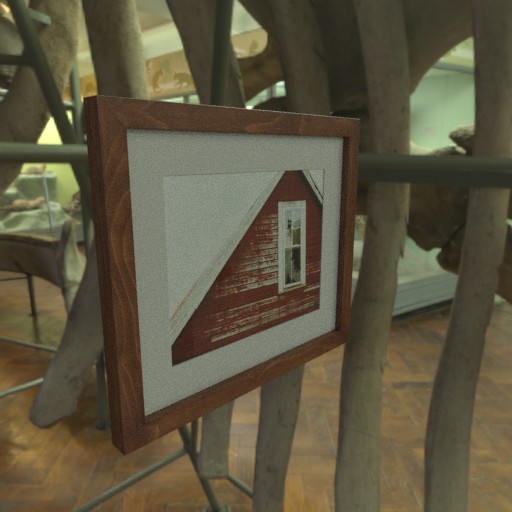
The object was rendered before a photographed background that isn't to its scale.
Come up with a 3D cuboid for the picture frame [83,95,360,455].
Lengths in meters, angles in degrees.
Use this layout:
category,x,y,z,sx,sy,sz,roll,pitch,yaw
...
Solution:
category,x,y,z,sx,sy,sz,roll,pitch,yaw
picture frame,0.000,0.000,0.529,0.381,0.330,0.025,-13,18,-43
